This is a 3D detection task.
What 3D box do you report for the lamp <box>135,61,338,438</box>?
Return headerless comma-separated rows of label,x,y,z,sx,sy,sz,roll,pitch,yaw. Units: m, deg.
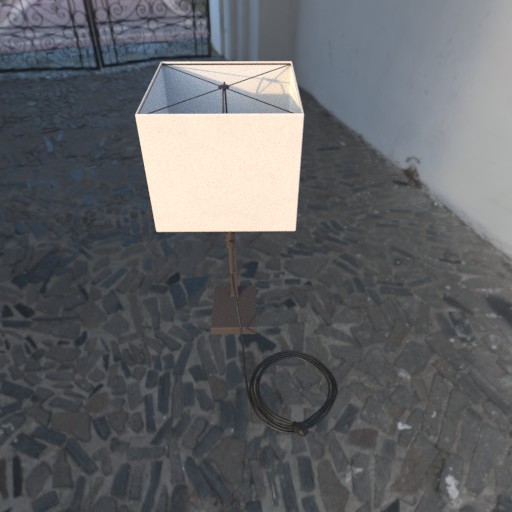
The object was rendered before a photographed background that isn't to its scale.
lamp,0.000,0.000,0.965,0.399,0.660,0.504,0,40,0
